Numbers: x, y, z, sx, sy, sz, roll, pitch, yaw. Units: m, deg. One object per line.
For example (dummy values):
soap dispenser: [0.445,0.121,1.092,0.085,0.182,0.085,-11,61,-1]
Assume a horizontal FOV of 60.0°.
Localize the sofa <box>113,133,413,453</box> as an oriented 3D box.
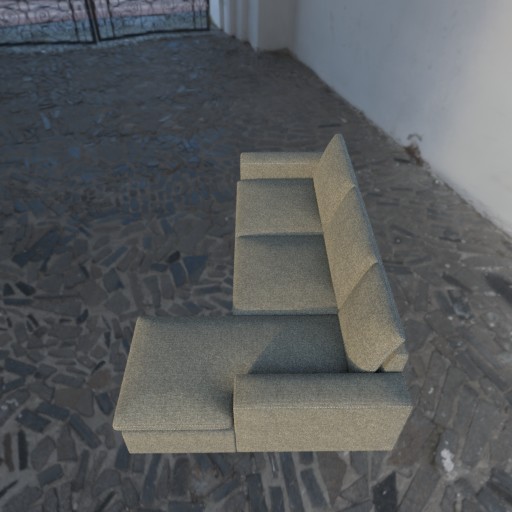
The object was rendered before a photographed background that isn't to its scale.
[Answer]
sofa: [0.000,0.000,3.484,1.689,0.940,2.718,0,43,0]
